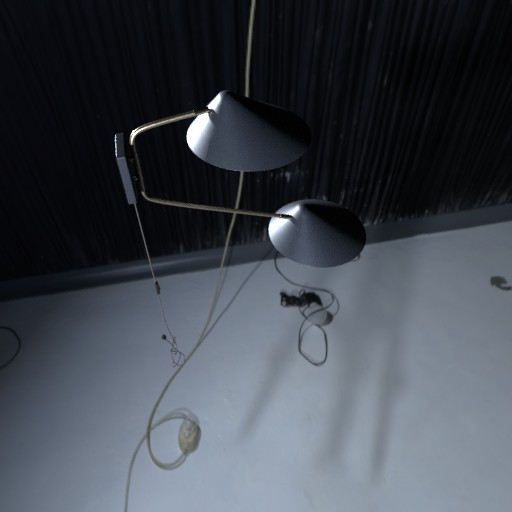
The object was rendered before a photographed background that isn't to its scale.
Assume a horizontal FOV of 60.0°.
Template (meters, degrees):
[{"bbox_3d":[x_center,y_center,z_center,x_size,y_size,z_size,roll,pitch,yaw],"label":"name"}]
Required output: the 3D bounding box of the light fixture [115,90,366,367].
[{"bbox_3d":[0.000,0.000,0.850,0.422,0.665,0.189,-10,47,-9],"label":"light fixture"}]
